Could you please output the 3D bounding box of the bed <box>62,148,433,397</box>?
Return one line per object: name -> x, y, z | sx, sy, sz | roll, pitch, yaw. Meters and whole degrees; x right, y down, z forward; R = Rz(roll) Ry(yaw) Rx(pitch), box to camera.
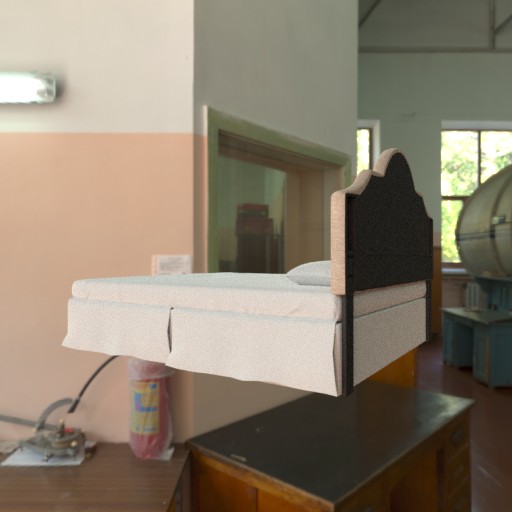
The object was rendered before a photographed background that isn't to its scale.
bed -> 0.000, 0.000, 3.027 | 1.970, 1.194, 1.667 | 0, 0, 34
